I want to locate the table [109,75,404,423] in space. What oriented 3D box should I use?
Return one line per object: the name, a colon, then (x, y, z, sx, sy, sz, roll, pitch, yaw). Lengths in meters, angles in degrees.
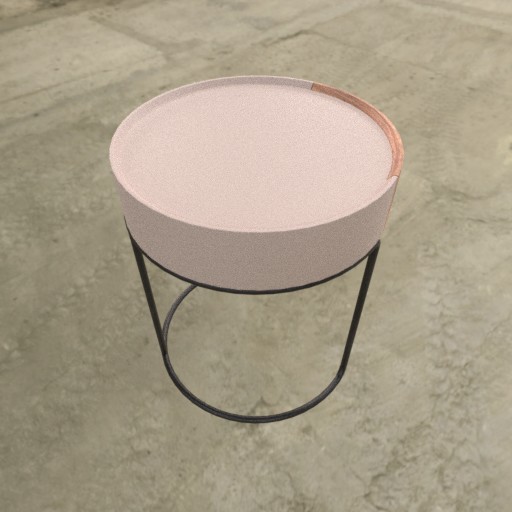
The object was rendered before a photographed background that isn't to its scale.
table: (0.000, 0.000, 0.878, 0.450, 0.530, 0.450, 0, 45, 0)
